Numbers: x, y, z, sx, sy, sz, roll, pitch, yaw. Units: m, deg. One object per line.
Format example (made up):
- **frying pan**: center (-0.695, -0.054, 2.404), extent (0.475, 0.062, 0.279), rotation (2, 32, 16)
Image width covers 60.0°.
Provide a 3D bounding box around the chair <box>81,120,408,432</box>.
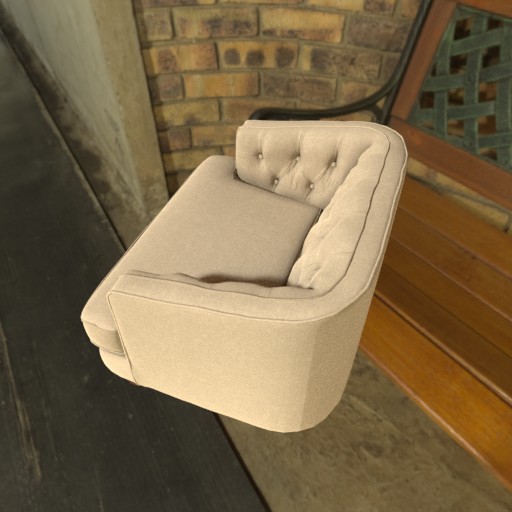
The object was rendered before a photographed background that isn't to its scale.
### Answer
- **chair**: center (0.000, 0.000, 1.768), extent (0.941, 0.852, 1.104), rotation (16, 48, 15)
